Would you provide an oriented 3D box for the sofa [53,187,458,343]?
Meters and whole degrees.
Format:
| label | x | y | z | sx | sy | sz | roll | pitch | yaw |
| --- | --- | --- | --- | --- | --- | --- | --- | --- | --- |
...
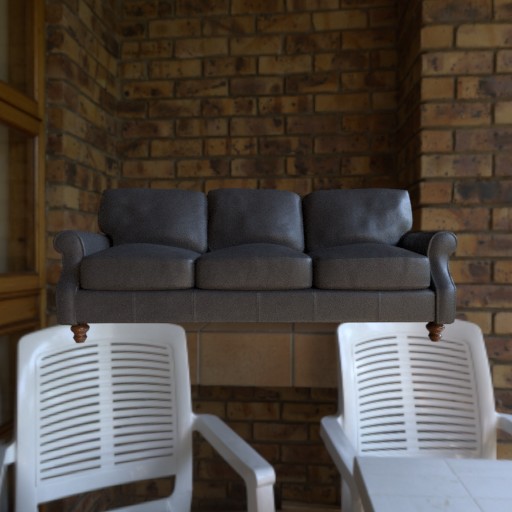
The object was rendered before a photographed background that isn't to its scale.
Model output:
| label | x | y | z | sx | sy | sz | roll | pitch | yaw |
| --- | --- | --- | --- | --- | --- | --- | --- | --- | --- |
| sofa | 0.000 | 0.000 | 2.924 | 2.387 | 0.977 | 0.974 | 0 | 0 | -1 |
